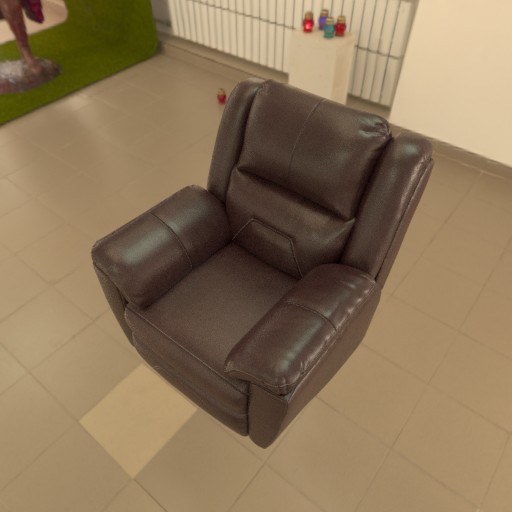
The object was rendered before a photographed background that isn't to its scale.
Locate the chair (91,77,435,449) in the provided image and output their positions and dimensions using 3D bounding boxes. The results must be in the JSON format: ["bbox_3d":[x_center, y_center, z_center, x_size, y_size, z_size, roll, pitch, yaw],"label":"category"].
[{"bbox_3d":[0.000,0.000,1.865,0.990,1.093,1.041,30,53,25],"label":"chair"}]
